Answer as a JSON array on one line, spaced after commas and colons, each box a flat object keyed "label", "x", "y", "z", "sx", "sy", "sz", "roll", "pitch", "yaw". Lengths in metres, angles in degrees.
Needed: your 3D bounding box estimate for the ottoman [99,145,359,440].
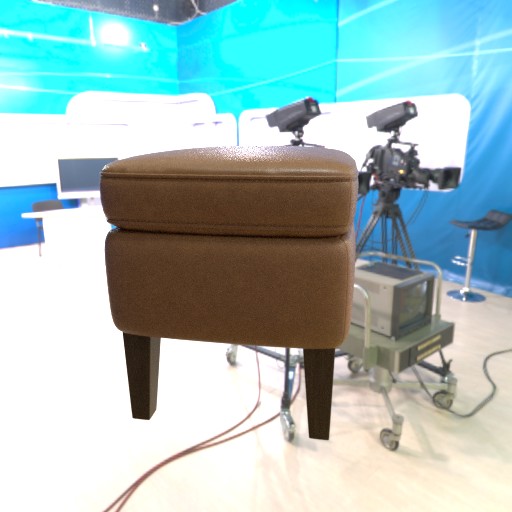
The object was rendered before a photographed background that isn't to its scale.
[{"label": "ottoman", "x": 0.000, "y": 0.000, "z": 0.998, "sx": 0.420, "sy": 0.480, "sz": 0.670, "roll": 3, "pitch": 15, "yaw": 10}]
